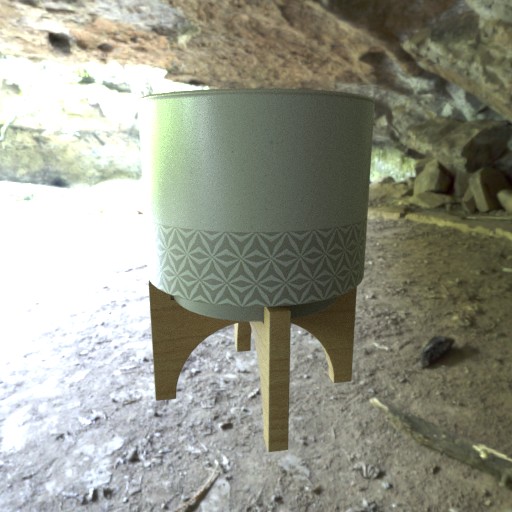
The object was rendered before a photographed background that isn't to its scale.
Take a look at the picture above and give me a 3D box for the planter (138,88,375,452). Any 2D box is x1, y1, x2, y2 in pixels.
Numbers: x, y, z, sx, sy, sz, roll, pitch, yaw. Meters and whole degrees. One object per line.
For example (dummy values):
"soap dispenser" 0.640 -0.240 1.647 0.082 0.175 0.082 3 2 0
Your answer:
"planter" 0.000 0.000 0.395 0.188 0.260 0.188 0 14 0
